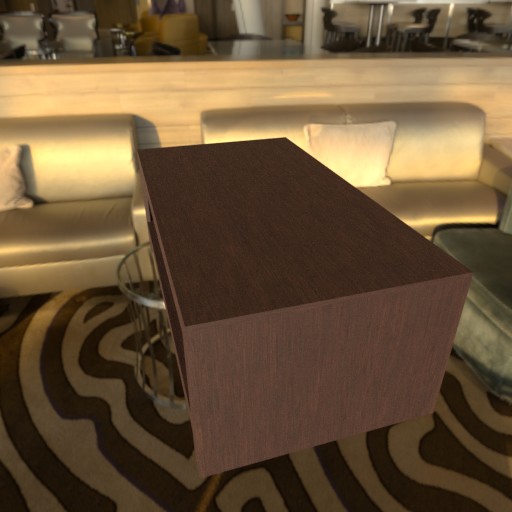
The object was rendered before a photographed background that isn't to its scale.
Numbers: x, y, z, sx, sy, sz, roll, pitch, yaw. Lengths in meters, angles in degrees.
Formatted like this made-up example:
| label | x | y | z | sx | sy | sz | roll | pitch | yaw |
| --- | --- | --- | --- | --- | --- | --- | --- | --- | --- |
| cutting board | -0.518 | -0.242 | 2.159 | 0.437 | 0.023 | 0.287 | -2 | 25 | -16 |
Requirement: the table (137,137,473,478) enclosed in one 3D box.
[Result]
| label | x | y | z | sx | sy | sz | roll | pitch | yaw |
| --- | --- | --- | --- | --- | --- | --- | --- | --- | --- |
| table | 0.000 | 0.000 | 1.396 | 0.597 | 0.424 | 1.099 | -9 | 31 | -15 |
